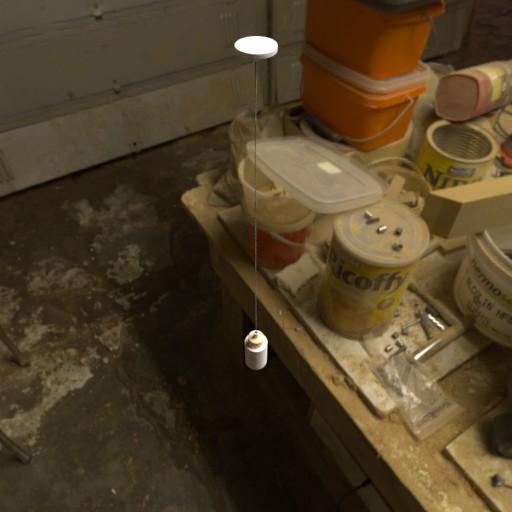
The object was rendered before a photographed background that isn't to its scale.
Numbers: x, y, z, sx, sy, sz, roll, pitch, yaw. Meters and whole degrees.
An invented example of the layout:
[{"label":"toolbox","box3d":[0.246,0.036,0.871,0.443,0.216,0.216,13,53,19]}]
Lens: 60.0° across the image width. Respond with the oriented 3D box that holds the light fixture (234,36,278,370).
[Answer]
[{"label":"light fixture","box3d":[0.000,0.000,1.940,0.125,1.798,0.125,-24,52,-20]}]
